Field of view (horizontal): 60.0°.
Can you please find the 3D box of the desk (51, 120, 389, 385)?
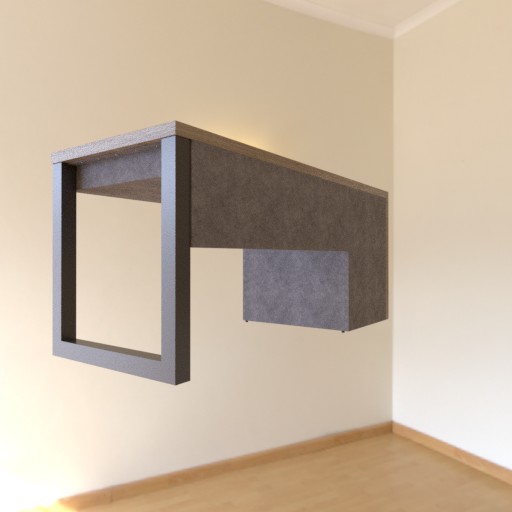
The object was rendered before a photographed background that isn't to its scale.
[{"bbox_3d":[0.000,0.000,2.138,0.690,0.760,1.700,0,0,36],"label":"desk"}]
